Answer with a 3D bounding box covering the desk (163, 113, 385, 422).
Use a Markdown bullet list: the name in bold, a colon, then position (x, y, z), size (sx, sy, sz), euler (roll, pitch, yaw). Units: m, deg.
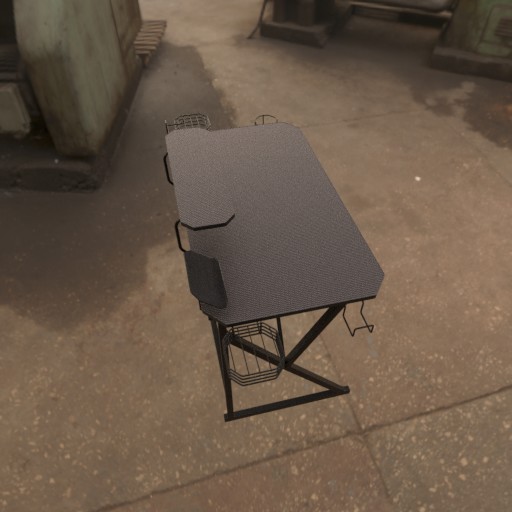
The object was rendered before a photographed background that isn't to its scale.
- **desk**: position (0.000, 0.000, 1.748), size (0.580, 0.880, 1.290), euler (-10, 47, -9)
